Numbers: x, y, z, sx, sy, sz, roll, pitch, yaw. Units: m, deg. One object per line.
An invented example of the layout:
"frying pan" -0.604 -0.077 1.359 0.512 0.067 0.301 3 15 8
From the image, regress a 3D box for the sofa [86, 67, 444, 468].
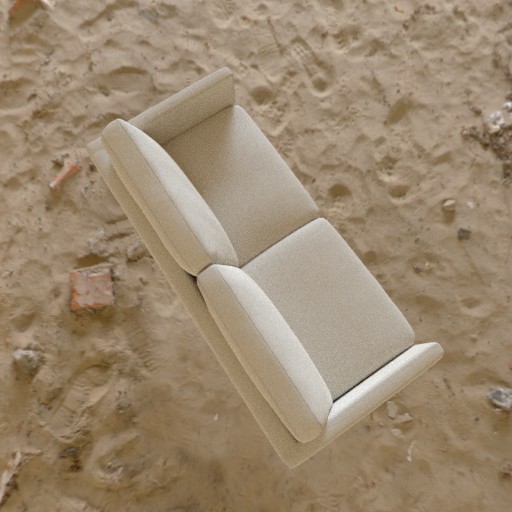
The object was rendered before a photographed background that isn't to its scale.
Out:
"sofa" 0.000 0.000 2.521 0.965 0.889 1.981 -33 78 -8
